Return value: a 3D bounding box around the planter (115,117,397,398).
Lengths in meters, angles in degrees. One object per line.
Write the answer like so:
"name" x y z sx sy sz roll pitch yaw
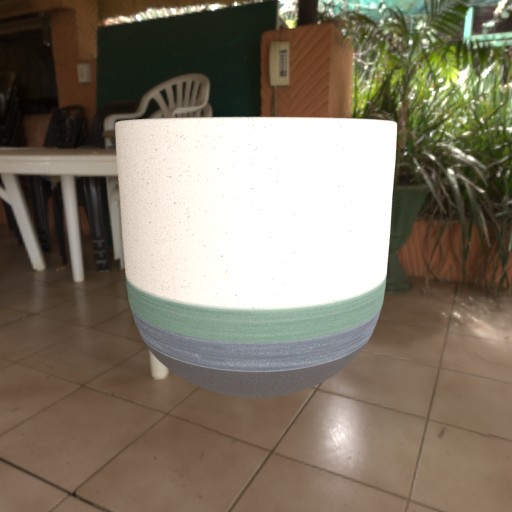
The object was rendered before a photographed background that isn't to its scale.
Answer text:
"planter" 0.000 0.000 0.471 0.268 0.270 0.268 0 15 0
